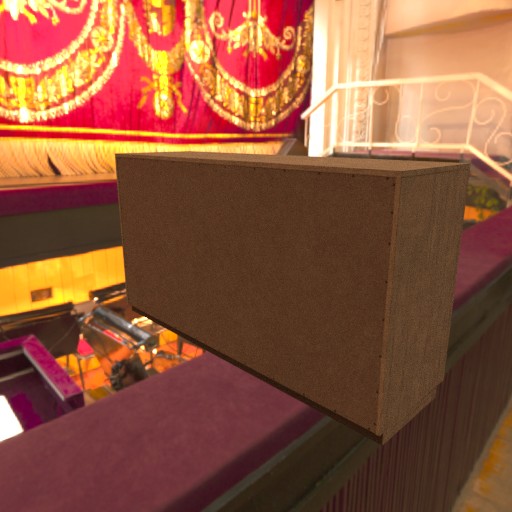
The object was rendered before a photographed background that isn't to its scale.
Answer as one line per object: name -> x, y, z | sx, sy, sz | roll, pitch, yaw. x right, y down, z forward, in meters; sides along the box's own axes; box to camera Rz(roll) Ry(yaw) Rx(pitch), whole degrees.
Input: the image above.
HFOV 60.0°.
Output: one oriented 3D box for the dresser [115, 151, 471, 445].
dresser -> 0.000, 0.000, 2.043 | 0.483, 0.889, 1.628 | -15, 21, -42
